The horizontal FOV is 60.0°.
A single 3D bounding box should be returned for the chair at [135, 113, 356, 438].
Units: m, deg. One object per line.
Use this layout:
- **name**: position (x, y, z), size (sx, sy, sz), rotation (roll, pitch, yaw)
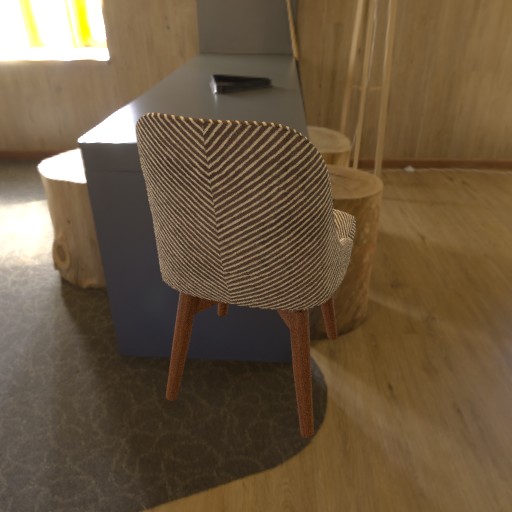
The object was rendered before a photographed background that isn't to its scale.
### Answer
- **chair**: position (0.000, 0.000, 1.227), size (0.504, 0.883, 0.591), rotation (10, 33, 15)
